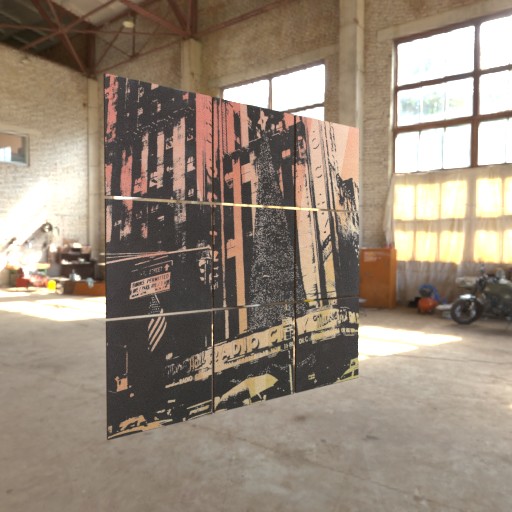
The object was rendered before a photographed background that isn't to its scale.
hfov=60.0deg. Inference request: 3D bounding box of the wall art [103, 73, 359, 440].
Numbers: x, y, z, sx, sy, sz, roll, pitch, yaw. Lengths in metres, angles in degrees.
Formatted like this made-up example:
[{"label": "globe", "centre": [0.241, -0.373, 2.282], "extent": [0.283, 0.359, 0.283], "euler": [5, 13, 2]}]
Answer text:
[{"label": "wall art", "centre": [0.000, 0.000, 1.819], "extent": [1.216, 1.216, 0.013], "euler": [-1, 2, -35]}]
